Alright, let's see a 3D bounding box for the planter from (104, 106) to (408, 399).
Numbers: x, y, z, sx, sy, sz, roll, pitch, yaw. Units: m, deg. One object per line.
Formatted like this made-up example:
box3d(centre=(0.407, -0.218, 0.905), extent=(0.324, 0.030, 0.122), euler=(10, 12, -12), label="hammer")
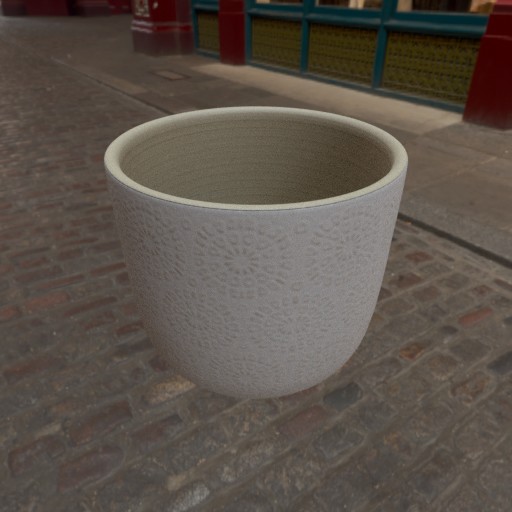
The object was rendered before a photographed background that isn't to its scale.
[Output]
box3d(centre=(0.000, 0.000, 0.365), extent=(0.208, 0.190, 0.208), euler=(0, 33, 0), label="planter")
